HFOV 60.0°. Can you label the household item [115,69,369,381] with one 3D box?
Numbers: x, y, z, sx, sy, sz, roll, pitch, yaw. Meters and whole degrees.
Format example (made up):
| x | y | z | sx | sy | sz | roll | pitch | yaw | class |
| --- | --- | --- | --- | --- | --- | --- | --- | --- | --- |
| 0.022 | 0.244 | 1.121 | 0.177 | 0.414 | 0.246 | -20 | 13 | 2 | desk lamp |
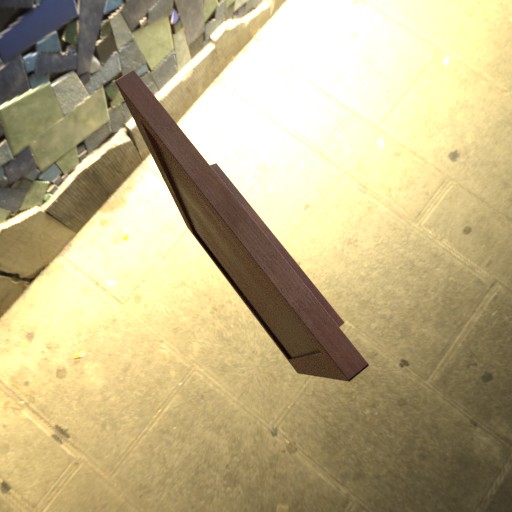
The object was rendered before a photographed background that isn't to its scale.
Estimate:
| x | y | z | sx | sy | sz | roll | pitch | yaw | class |
| --- | --- | --- | --- | --- | --- | --- | --- | --- | --- |
| 0.000 | 0.000 | 0.549 | 0.067 | 0.407 | 0.310 | -36 | 79 | -8 | household item |
